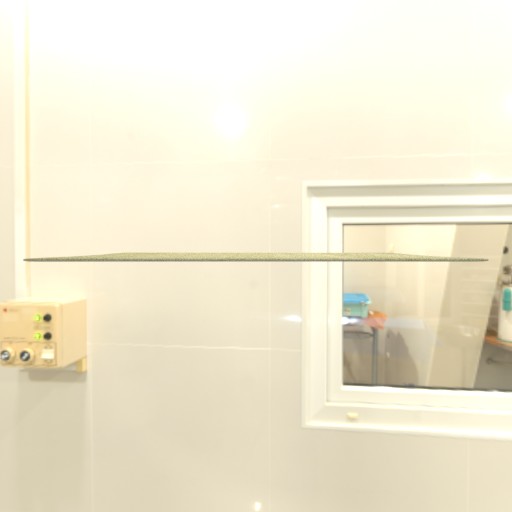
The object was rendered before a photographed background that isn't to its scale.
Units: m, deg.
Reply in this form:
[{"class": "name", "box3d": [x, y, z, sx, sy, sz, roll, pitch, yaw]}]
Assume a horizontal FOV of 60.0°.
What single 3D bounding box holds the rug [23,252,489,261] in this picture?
[{"class": "rug", "box3d": [0.000, 0.000, 2.957, 2.270, 0.017, 1.606, 0, 1, 0]}]
